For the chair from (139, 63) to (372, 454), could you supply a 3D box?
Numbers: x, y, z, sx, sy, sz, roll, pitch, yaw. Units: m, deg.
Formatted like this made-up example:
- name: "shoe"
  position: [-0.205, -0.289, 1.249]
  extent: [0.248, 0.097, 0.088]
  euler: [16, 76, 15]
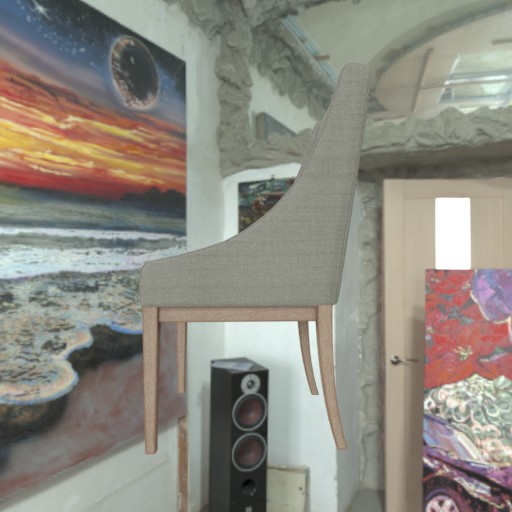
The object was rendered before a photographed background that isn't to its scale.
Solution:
- name: "chair"
  position: [0.000, 0.000, 1.418]
  extent: [0.611, 1.021, 0.575]
  euler: [0, -1, -1]
